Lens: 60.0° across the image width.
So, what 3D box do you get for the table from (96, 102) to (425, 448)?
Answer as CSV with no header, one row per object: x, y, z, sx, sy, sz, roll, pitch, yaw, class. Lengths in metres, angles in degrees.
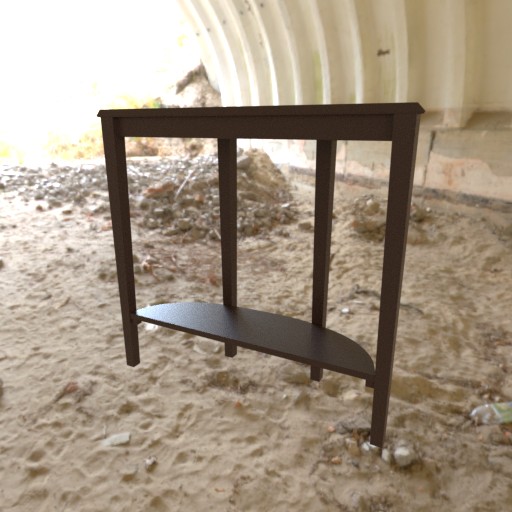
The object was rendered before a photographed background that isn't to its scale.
0.000,0.000,1.313,0.909,0.831,0.274,9,18,27,table
